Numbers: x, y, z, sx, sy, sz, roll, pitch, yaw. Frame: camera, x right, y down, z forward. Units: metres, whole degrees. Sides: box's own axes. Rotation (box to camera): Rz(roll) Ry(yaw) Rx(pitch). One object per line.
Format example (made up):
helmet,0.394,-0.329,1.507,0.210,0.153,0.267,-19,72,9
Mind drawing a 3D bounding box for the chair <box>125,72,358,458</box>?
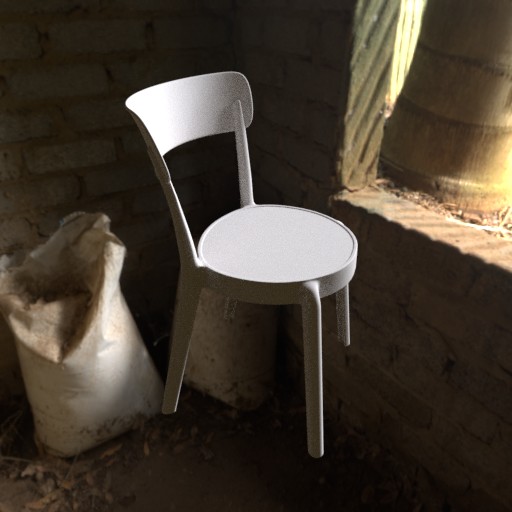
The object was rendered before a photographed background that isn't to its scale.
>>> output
chair,0.000,0.000,1.115,0.491,0.790,0.506,10,32,16
